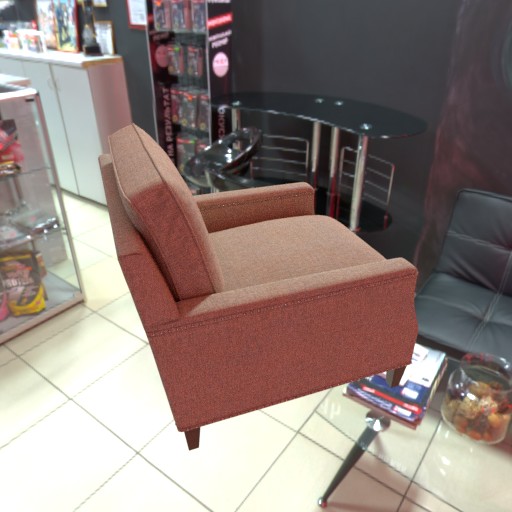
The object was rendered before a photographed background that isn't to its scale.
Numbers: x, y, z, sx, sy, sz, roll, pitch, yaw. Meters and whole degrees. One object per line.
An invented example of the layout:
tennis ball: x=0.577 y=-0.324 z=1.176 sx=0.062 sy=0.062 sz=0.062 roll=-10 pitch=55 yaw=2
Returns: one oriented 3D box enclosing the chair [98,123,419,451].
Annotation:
chair: x=0.000 y=0.000 z=1.713 sx=1.014 sy=0.943 sz=0.853 roll=-11 pitch=32 yaw=-17
